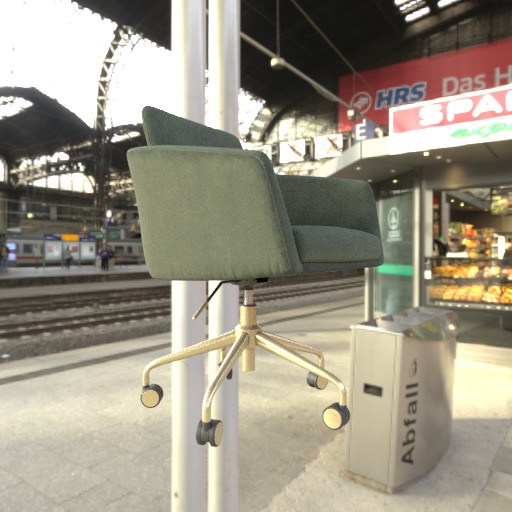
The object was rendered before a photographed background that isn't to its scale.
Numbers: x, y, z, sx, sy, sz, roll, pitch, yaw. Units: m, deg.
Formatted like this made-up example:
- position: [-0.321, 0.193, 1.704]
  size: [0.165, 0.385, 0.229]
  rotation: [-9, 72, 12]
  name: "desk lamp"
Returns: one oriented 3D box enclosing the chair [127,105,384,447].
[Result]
- position: [0.000, 0.000, 1.327]
  size: [0.635, 0.908, 0.641]
  rotation: [0, 0, 36]
  name: "chair"
